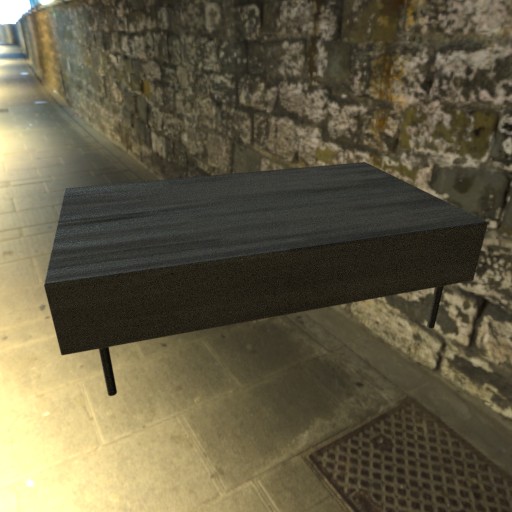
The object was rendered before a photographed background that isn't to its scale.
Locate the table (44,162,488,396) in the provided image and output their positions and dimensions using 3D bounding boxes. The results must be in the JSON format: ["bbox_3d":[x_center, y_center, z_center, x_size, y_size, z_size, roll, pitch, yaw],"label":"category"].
[{"bbox_3d":[0.000,0.000,1.378,1.088,0.347,0.643,-8,28,-16],"label":"table"}]
